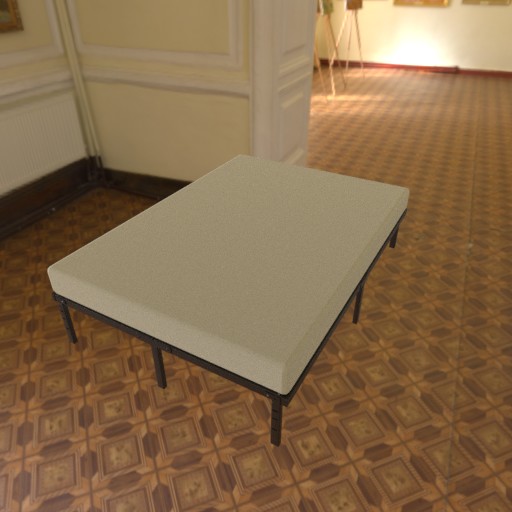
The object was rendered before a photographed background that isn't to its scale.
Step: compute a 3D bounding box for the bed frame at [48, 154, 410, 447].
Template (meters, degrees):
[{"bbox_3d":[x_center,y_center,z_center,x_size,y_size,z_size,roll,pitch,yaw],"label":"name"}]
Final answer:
[{"bbox_3d":[0.000,0.000,3.806,2.205,0.680,2.842,22,39,30],"label":"bed frame"}]
